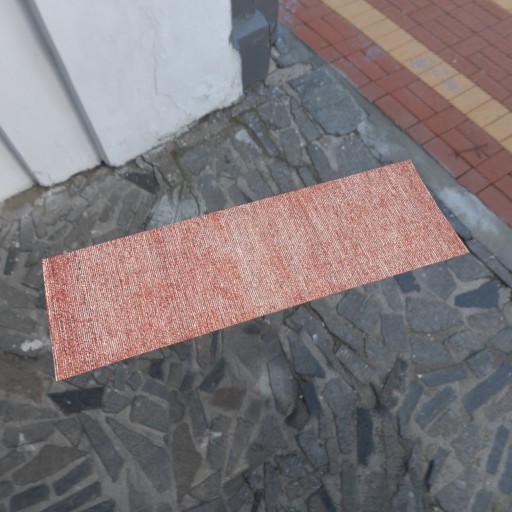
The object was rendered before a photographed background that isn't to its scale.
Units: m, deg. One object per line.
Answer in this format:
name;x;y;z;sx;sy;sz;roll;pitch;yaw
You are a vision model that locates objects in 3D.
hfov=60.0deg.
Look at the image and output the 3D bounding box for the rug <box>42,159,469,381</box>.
rug;0.000;0.000;2.542;2.353;0.013;0.718;-16;64;-8
